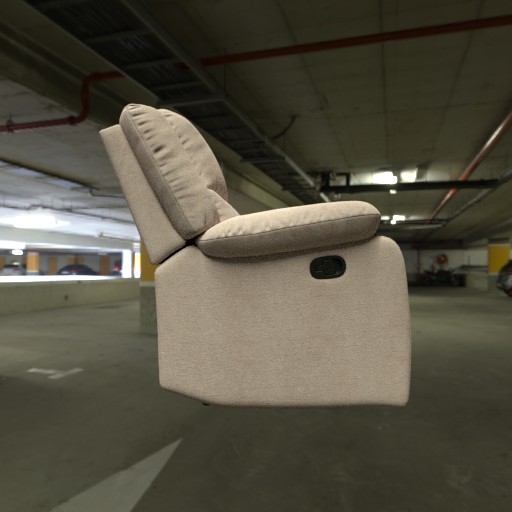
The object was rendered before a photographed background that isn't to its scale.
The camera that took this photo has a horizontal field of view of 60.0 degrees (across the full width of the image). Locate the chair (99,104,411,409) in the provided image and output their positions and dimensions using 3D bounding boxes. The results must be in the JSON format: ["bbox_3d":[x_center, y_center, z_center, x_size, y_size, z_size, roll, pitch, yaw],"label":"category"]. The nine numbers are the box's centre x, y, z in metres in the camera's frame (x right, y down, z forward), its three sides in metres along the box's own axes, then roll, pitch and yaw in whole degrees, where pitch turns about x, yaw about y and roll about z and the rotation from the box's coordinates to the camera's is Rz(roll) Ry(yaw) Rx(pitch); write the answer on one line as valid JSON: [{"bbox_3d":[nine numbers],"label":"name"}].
[{"bbox_3d":[0.000,0.000,1.697,0.944,1.008,0.899,0,-2,-1],"label":"chair"}]
